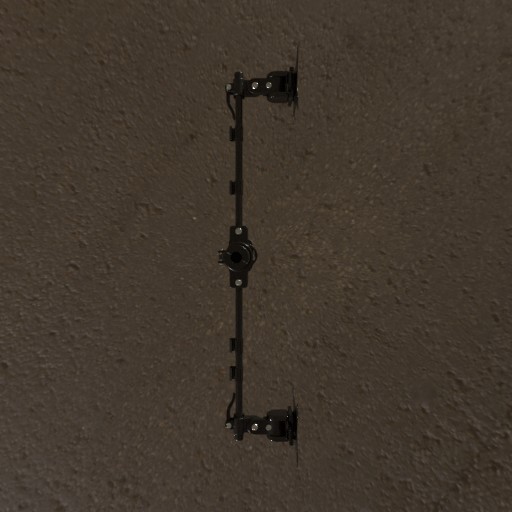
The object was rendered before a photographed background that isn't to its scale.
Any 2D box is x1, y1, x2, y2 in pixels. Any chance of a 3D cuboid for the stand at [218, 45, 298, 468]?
[{"bbox_3d":[0.000,0.000,1.028,0.150,0.603,0.743,0,90,0],"label":"stand"}]
